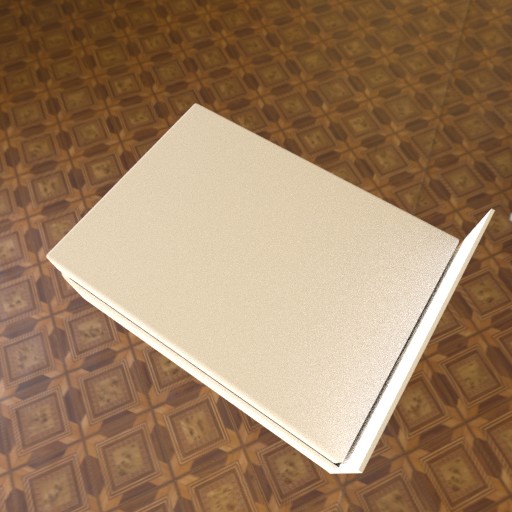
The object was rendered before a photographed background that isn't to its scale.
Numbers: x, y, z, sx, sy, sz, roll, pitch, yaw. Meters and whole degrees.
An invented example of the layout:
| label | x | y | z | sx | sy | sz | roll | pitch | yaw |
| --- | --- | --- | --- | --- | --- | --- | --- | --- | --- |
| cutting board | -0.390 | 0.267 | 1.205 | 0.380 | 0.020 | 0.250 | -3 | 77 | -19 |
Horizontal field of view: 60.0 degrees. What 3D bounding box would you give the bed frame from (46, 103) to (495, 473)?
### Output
| label | x | y | z | sx | sy | sz | roll | pitch | yaw |
| --- | --- | --- | --- | --- | --- | --- | --- | --- | --- |
| bed frame | 0.000 | 0.000 | 2.520 | 1.900 | 0.800 | 1.400 | 31 | 68 | 14 |
